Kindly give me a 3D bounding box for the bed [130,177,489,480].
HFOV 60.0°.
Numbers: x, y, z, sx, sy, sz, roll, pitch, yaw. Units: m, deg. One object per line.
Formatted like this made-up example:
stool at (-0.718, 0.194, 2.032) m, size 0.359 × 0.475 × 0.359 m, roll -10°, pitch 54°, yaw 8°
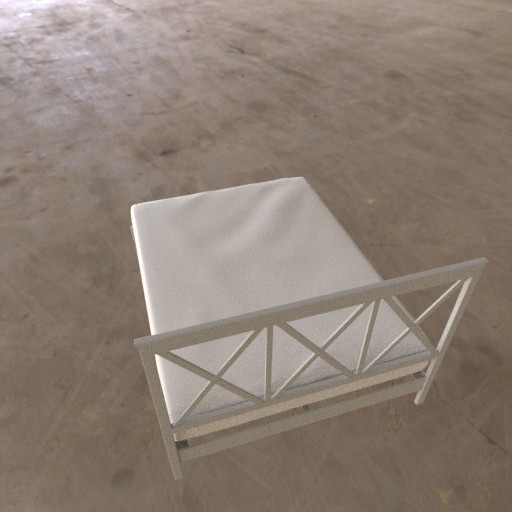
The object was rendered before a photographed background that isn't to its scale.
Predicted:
bed at (0.000, 0.000, 3.114) m, size 1.673 × 1.253 × 2.135 m, roll -12°, pitch 42°, yaw -13°
